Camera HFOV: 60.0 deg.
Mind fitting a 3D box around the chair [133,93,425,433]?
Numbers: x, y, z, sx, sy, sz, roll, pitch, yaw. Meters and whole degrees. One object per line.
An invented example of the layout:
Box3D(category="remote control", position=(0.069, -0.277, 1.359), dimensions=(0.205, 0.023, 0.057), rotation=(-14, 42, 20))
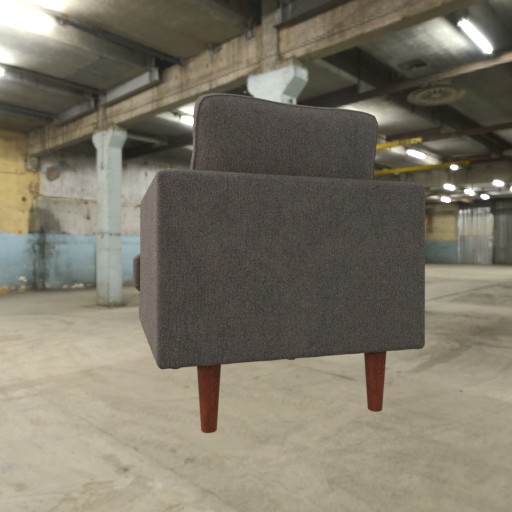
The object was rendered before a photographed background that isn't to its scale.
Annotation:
Box3D(category="chair", position=(0.000, 0.000, 1.660), dimensions=(0.858, 0.957, 0.899), rotation=(0, 1, -18))
